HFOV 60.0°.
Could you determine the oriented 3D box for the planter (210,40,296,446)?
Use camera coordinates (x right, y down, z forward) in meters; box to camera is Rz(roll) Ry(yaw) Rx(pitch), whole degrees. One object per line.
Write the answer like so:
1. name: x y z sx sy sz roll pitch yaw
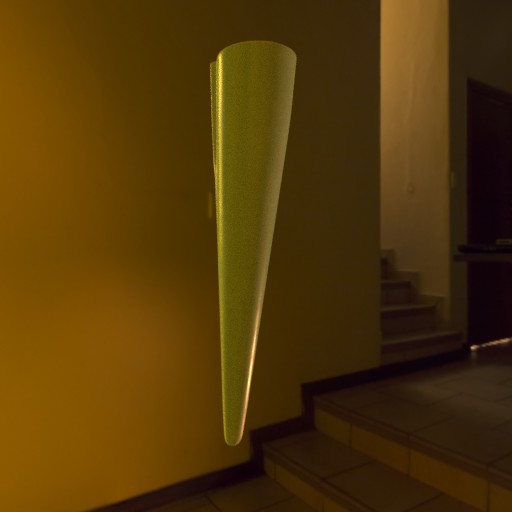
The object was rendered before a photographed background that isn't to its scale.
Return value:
1. planter: 0.000 0.000 0.302 0.055 0.268 0.054 0 0 36
